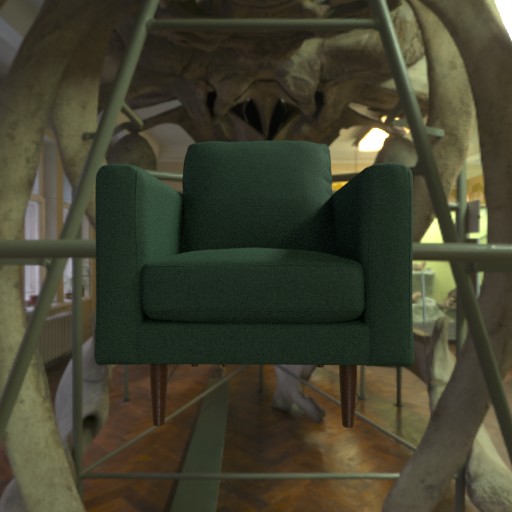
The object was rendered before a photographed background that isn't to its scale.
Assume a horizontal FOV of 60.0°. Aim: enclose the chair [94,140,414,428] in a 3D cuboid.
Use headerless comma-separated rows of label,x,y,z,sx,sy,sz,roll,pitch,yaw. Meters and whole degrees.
chair,0.000,0.000,1.530,0.855,0.927,0.800,0,1,1
